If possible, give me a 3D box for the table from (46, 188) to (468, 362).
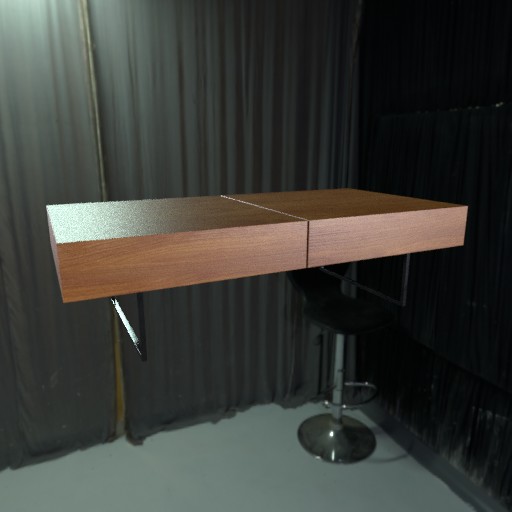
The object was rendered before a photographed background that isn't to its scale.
[{"bbox_3d":[0.000,0.000,1.451,1.194,0.330,0.610,-7,16,-25],"label":"table"}]
